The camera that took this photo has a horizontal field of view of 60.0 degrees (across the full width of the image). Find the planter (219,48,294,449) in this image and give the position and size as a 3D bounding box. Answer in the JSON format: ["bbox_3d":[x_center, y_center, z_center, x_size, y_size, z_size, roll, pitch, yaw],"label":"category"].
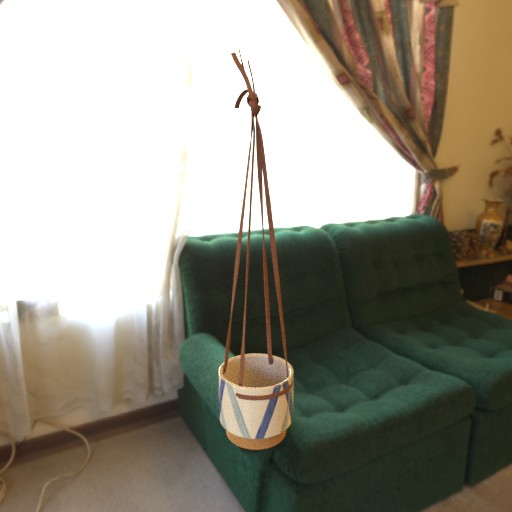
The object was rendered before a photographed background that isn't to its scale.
[{"bbox_3d":[0.000,0.000,0.847,0.157,0.753,0.153,12,18,43],"label":"planter"}]
